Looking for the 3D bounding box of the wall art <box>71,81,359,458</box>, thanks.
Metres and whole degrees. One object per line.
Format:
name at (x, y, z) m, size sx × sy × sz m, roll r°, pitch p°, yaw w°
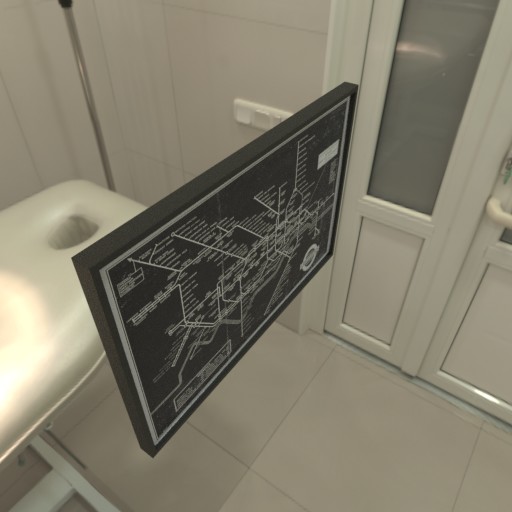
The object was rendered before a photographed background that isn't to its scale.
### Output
wall art at (0.000, 0.000, 0.558) m, size 0.021 × 0.301 × 0.443 m, roll 25°, pitch 47°, yaw 26°
